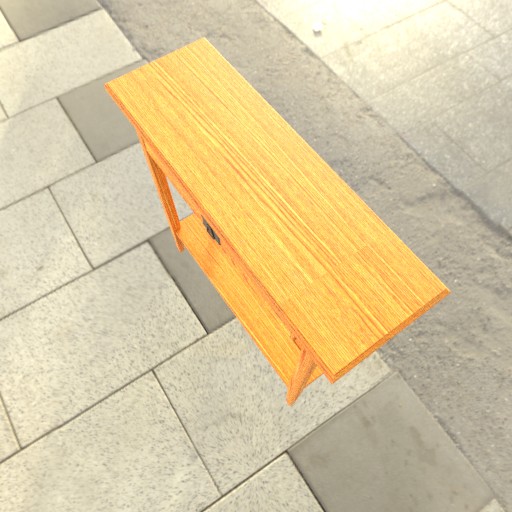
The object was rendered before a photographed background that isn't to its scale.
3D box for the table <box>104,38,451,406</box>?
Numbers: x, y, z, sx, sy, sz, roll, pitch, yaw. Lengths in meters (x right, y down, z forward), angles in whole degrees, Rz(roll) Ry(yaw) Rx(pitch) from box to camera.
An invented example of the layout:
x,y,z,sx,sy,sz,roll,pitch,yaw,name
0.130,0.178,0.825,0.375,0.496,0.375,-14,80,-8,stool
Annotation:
x,y,z,sx,sy,sz,roll,pitch,yaw,name
0.000,0.000,1.154,0.254,0.711,0.762,-33,68,-15,table
